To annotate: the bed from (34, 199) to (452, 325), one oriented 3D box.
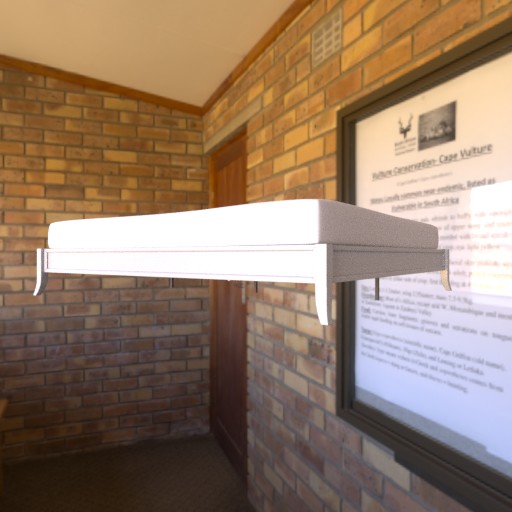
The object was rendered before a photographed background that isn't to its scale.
[{"bbox_3d":[0.000,0.000,3.066,2.108,0.510,2.007,0,0,36],"label":"bed"}]
